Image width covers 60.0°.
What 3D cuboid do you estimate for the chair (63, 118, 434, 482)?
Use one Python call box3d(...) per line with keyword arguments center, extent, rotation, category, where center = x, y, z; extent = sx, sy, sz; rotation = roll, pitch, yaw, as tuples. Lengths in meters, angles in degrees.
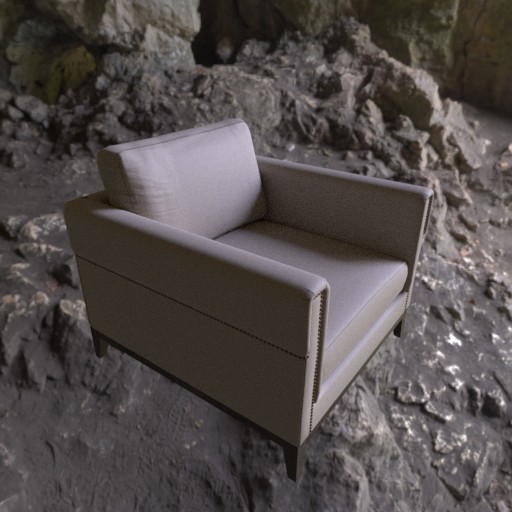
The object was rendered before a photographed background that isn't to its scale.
box3d(center=(0.000, 0.000, 1.644), extent=(0.959, 0.838, 0.914), rotation=(19, 33, 32), category="chair")
